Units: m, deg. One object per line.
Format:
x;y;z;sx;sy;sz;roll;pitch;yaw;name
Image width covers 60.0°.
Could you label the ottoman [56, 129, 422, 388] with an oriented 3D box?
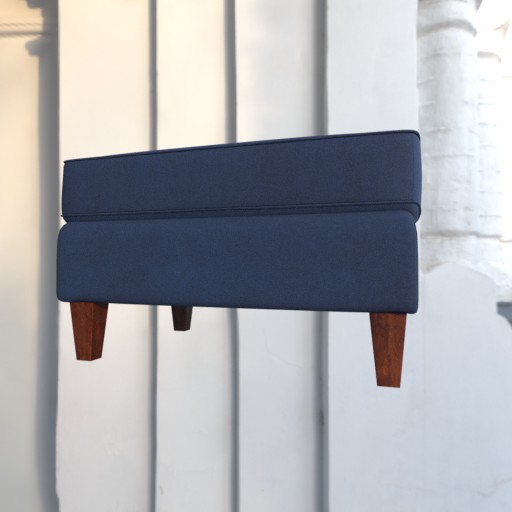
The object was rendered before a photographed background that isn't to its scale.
0.000;0.000;1.385;0.965;0.584;0.686;0;-1;19;ottoman
